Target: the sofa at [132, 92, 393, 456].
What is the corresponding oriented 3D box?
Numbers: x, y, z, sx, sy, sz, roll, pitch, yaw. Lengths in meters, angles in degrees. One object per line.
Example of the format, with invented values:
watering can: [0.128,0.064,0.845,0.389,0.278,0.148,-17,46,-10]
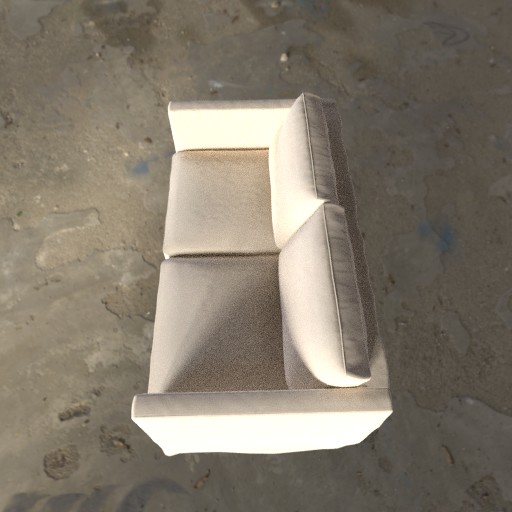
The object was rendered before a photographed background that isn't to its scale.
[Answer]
sofa: [0.000,0.000,2.265,0.962,0.834,1.746,-1,57,-1]
